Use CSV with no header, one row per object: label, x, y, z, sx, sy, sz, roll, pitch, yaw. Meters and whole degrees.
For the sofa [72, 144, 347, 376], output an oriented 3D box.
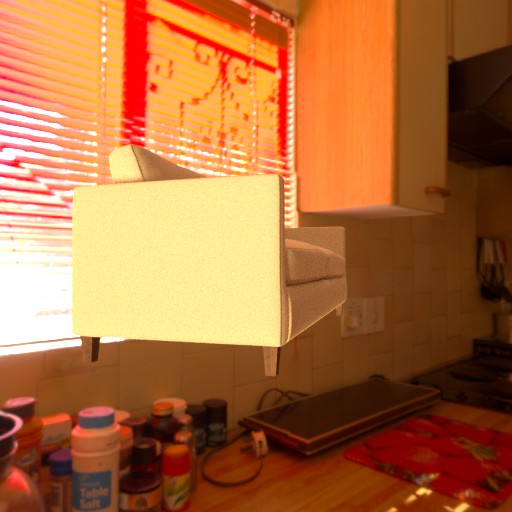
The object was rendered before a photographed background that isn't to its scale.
sofa,0.000,0.000,2.857,0.951,0.962,2.361,0,-2,17
